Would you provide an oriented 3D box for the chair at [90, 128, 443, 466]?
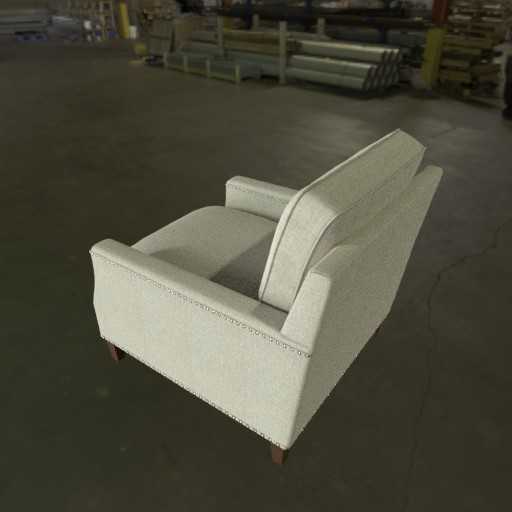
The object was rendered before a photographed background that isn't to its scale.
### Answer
[{"bbox_3d":[0.000,0.000,1.678,1.014,0.943,0.853,21,37,30],"label":"chair"}]
